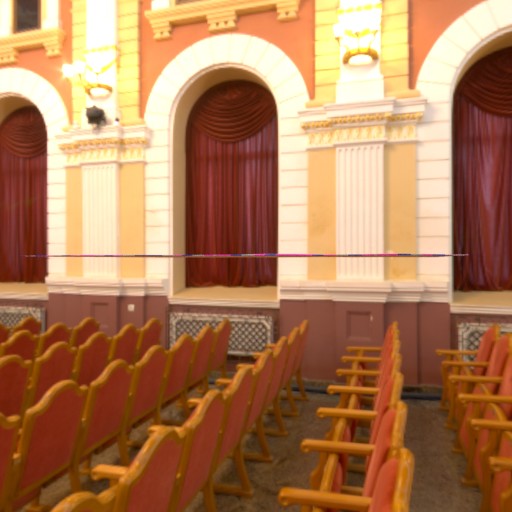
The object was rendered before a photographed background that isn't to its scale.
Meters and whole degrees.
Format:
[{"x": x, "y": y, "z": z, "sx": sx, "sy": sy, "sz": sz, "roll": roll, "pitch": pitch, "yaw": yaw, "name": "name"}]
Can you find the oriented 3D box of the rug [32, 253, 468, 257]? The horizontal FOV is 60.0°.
[{"x": 0.000, "y": 0.000, "z": 2.911, "sx": 2.350, "sy": 0.013, "sz": 1.539, "roll": 0, "pitch": 0, "yaw": 17, "name": "rug"}]
